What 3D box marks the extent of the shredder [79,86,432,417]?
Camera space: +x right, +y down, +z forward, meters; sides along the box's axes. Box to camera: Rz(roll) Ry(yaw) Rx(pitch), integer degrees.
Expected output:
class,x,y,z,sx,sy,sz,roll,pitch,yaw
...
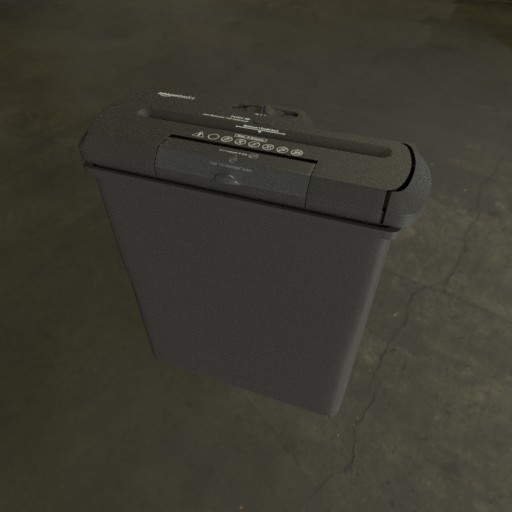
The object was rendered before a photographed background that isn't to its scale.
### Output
class,x,y,z,sx,sy,sz,roll,pitch,yaw
shredder,0.000,0.000,0.515,0.320,0.335,0.170,14,44,15
